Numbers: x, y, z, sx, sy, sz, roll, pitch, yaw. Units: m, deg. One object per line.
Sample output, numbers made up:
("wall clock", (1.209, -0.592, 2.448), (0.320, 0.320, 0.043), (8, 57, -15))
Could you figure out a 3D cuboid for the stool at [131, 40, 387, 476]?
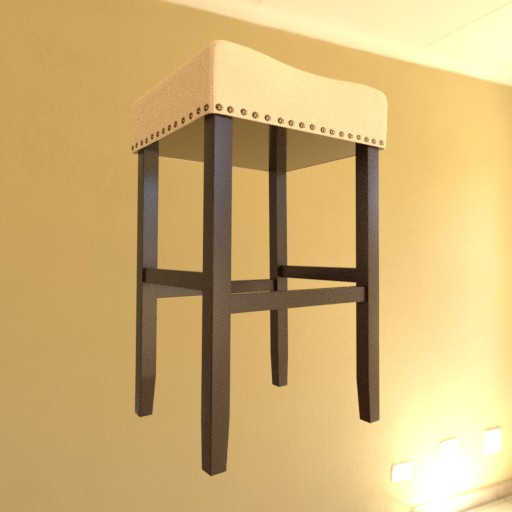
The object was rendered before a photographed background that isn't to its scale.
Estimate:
("stool", (0.000, 0.000, 1.045), (0.471, 0.762, 0.401), (0, 0, -35))
